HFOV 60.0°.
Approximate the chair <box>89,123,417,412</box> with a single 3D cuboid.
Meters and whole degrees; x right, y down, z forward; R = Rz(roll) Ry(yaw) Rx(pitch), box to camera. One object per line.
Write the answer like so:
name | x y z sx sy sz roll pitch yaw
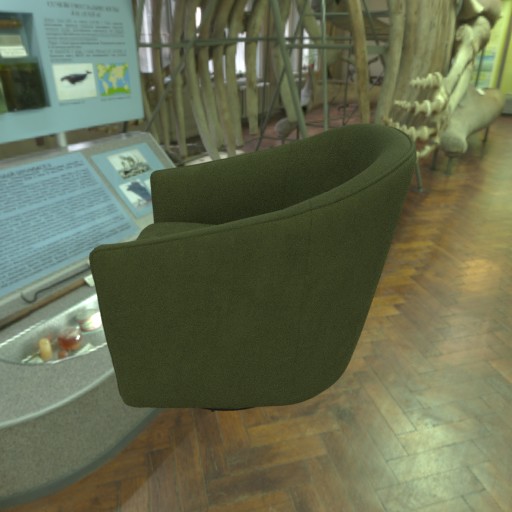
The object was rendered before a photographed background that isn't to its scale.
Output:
chair | 0.000 0.000 1.445 0.875 0.799 0.747 0 26 0
